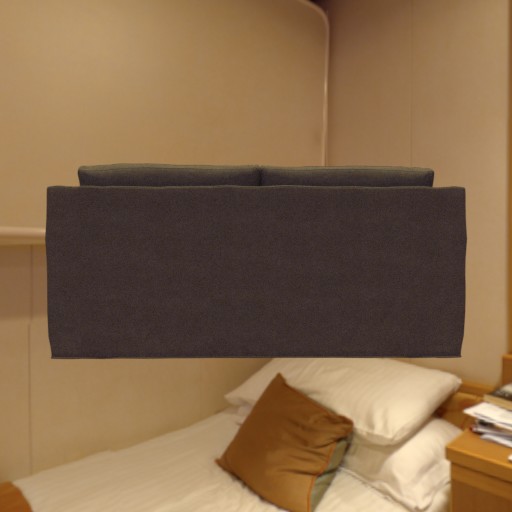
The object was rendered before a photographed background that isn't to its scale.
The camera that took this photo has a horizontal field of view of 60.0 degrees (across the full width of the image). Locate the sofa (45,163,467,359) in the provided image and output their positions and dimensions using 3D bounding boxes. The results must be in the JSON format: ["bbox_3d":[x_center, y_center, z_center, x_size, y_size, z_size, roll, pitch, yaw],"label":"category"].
[{"bbox_3d":[0.000,0.000,2.333,1.802,0.854,0.974,0,1,-1],"label":"sofa"}]
